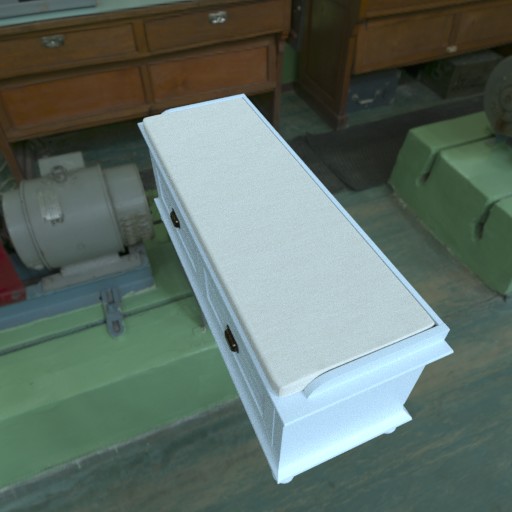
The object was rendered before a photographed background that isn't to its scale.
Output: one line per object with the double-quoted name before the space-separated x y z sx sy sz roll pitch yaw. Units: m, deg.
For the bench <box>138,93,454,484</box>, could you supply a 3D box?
"bench" 0.000 0.000 1.401 0.402 0.486 1.185 -18 49 -16
